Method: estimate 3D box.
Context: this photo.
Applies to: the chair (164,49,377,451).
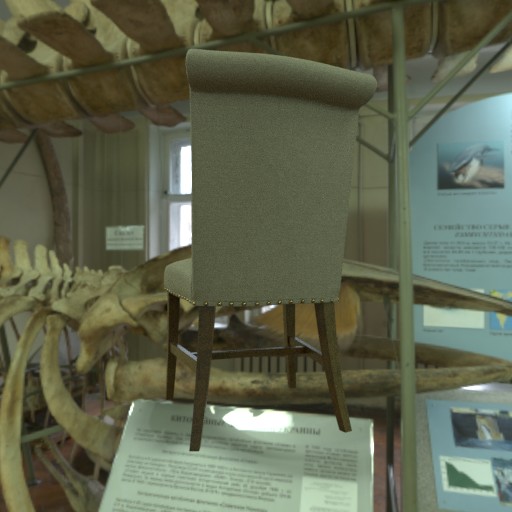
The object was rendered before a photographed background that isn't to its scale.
[{"bbox_3d":[0.000,0.000,1.366,0.513,0.988,0.608,0,-1,-17],"label":"chair"}]
